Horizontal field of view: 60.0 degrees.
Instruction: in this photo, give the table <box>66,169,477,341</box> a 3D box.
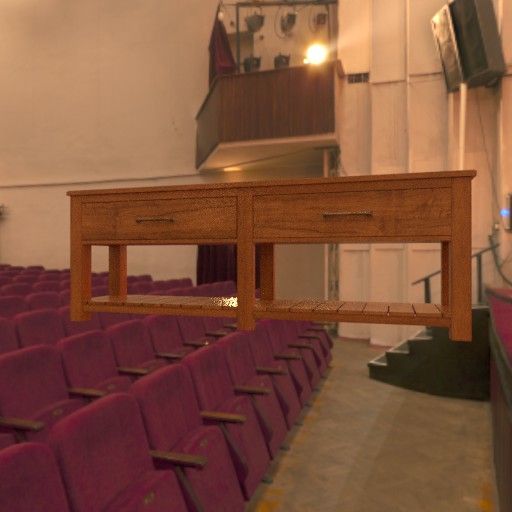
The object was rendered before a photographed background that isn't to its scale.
[{"bbox_3d":[0.000,0.000,2.079,1.815,0.635,0.425,0,0,17],"label":"table"}]
